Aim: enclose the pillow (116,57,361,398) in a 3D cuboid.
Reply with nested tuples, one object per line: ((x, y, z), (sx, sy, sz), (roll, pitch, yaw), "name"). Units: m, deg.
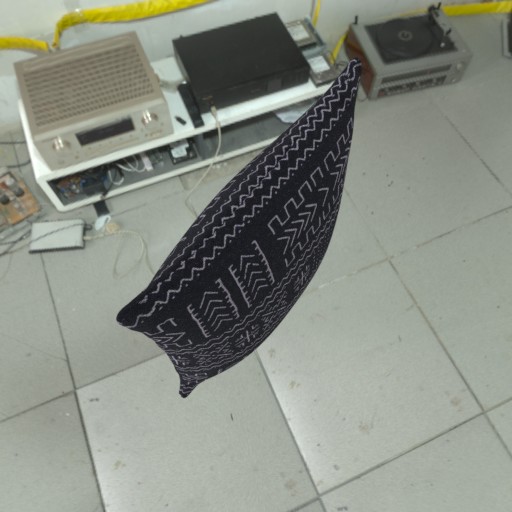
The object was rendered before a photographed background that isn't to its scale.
((0.000, 0.000, 0.671), (0.164, 0.430, 0.438), (34, 69, 15), "pillow")
